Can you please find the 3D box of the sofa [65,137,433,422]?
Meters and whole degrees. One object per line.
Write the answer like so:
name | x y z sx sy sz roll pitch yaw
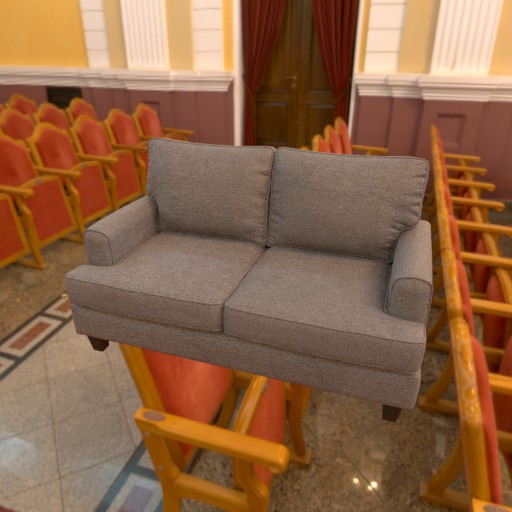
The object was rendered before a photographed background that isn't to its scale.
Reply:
sofa | 0.000 0.000 2.224 1.651 0.965 0.965 8 27 17
